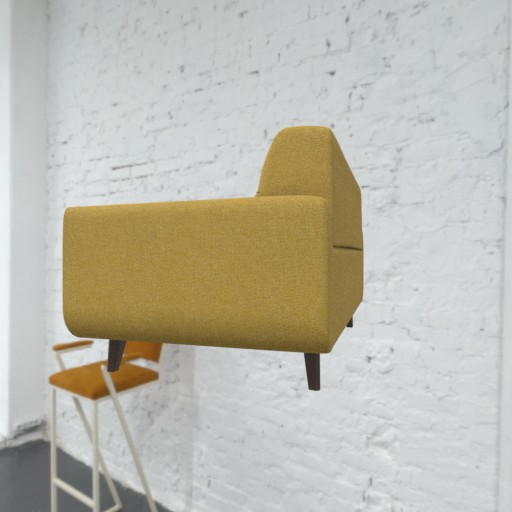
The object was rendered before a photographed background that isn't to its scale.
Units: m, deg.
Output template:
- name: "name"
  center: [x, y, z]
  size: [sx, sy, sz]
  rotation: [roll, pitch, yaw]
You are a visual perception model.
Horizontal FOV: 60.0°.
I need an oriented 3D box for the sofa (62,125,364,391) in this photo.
- name: "sofa"
  center: [0.000, 0.000, 2.120]
  size: [0.909, 0.841, 1.631]
  rotation: [0, 0, 17]
